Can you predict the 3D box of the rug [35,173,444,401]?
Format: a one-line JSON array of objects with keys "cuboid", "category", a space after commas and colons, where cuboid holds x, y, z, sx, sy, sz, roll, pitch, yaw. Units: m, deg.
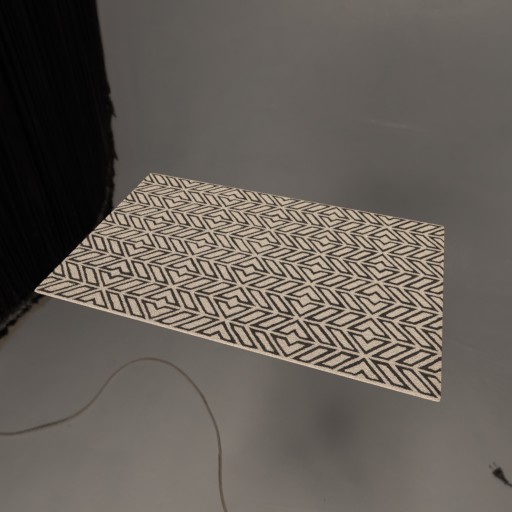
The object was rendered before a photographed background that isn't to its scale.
[{"cuboid": [0.000, 0.000, 3.035, 2.438, 0.008, 1.523, 12, 43, 14], "category": "rug"}]
